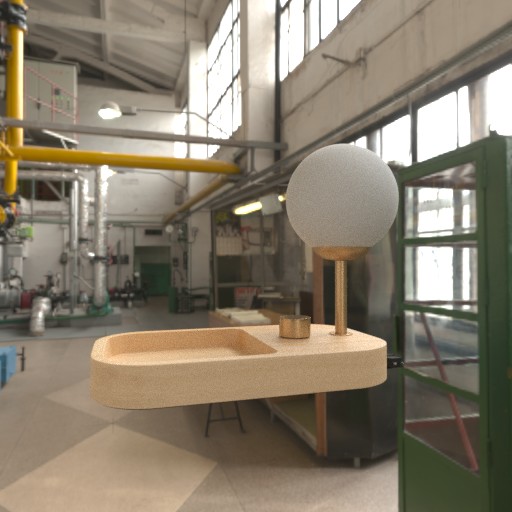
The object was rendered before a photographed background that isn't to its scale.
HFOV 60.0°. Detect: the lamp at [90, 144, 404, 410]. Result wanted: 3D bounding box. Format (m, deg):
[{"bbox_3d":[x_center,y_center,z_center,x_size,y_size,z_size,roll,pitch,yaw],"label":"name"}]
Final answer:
[{"bbox_3d":[0.000,0.000,0.477,0.331,0.253,0.173,0,0,-17],"label":"lamp"}]
